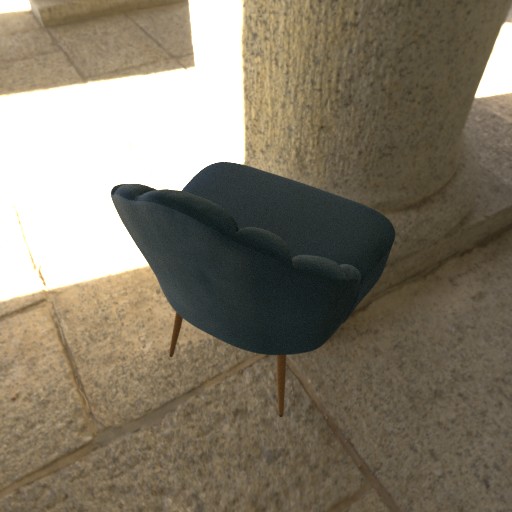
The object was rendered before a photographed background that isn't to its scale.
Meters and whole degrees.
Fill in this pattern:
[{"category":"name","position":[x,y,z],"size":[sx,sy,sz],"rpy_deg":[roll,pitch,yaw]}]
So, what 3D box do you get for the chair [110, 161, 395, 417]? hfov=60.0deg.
[{"category":"chair","position":[0.000,0.000,1.261],"size":[0.657,0.819,0.599],"rpy_deg":[23,51,20]}]
